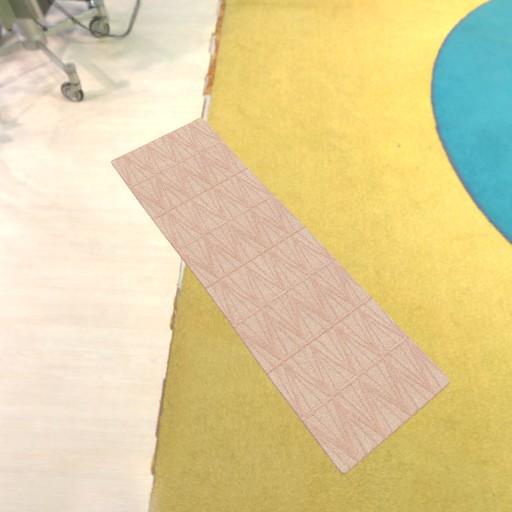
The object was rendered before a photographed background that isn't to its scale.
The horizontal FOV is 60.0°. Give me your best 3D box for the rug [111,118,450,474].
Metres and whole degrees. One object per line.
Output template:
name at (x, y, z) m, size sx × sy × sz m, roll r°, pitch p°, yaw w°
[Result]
rug at (0.000, 0.000, 2.697) m, size 0.760 × 0.015 × 2.435 m, roll -32°, pitch 64°, yaw -17°
